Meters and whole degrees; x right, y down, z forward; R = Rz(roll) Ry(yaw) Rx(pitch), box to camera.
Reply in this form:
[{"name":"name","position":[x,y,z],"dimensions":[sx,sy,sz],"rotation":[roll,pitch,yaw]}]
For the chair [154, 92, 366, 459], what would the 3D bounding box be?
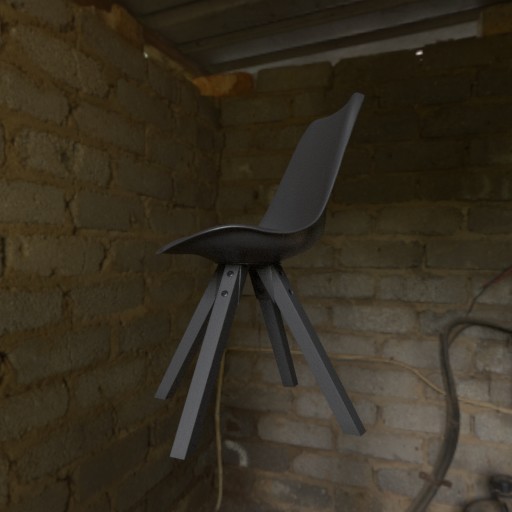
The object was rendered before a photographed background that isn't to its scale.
[{"name":"chair","position":[0.000,0.000,1.196],"dimensions":[0.530,0.850,0.485],"rotation":[0,0,-17]}]
